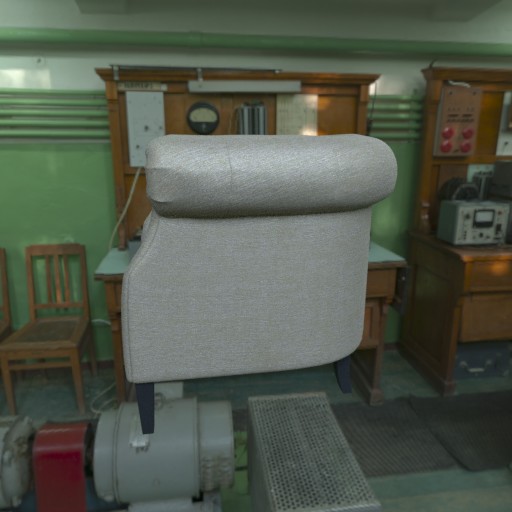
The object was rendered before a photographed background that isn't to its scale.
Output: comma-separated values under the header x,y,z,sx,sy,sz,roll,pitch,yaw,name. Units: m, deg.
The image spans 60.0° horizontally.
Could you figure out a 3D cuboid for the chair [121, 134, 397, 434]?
x,y,z,sx,sy,sz,roll,pitch,yaw,name
0.000,0.000,1.559,0.852,0.827,0.905,-3,16,-9,chair
